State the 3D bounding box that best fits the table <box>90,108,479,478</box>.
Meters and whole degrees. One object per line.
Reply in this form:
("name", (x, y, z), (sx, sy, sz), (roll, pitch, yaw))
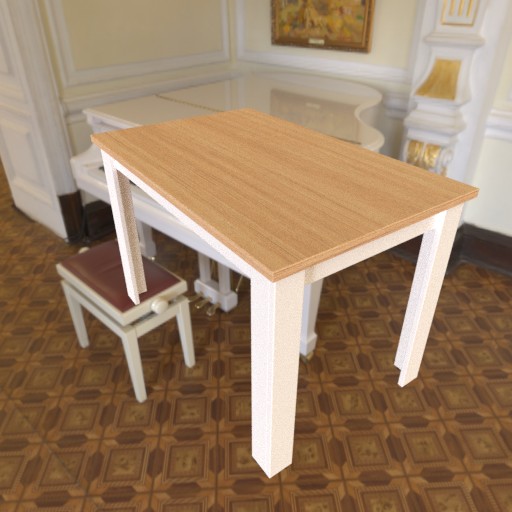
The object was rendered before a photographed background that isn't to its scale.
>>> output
("table", (0.000, 0.000, 1.597), (0.700, 0.734, 1.100), (-21, 37, -29))
